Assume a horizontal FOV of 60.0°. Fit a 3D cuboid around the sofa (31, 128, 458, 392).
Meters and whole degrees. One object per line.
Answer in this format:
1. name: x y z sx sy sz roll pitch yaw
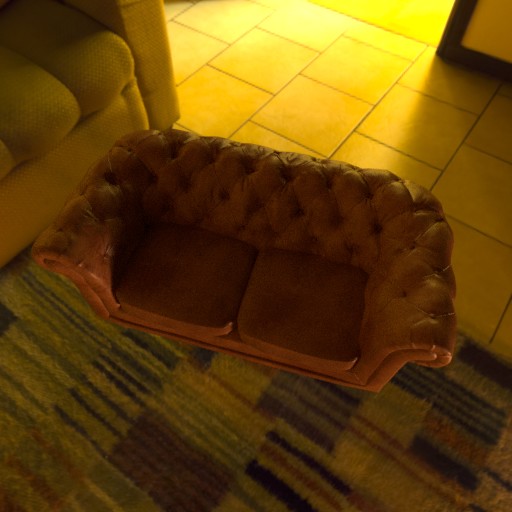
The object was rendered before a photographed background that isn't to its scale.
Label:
1. sofa: 0.000 0.000 2.499 1.979 0.877 1.042 13 58 9
